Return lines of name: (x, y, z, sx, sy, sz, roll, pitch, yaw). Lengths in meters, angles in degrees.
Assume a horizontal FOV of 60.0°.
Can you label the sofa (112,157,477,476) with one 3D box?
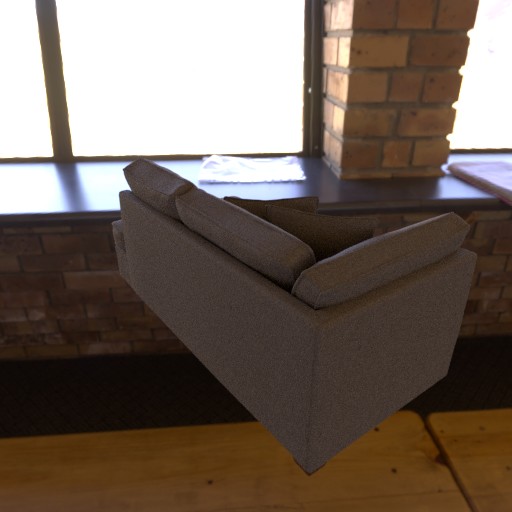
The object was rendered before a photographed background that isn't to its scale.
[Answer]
sofa: (0.000, 0.000, 2.794, 1.110, 1.033, 2.237, -18, 31, -32)
